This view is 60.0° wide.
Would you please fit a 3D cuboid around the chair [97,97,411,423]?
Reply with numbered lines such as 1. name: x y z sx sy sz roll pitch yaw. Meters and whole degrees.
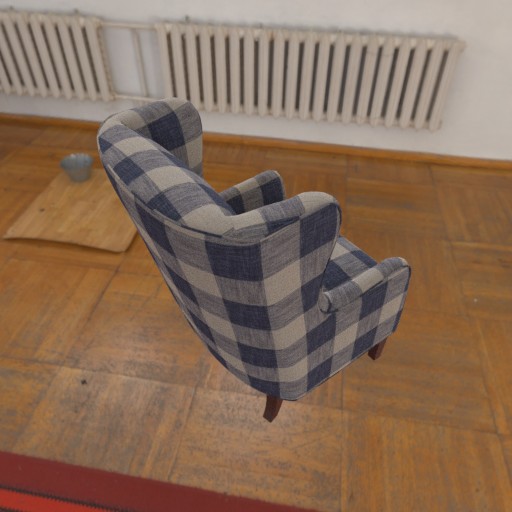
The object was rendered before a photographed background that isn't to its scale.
1. chair: 0.000 0.000 1.690 0.889 1.041 0.830 -25 47 -26
